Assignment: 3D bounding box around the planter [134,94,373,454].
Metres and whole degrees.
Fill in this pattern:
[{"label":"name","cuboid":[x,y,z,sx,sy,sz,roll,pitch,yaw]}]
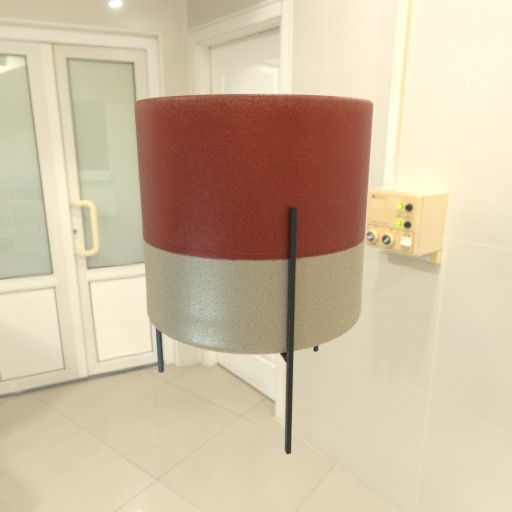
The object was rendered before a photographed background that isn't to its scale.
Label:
[{"label":"planter","cuboid":[0.000,0.000,0.716,0.345,0.465,0.354,15,21,43]}]
